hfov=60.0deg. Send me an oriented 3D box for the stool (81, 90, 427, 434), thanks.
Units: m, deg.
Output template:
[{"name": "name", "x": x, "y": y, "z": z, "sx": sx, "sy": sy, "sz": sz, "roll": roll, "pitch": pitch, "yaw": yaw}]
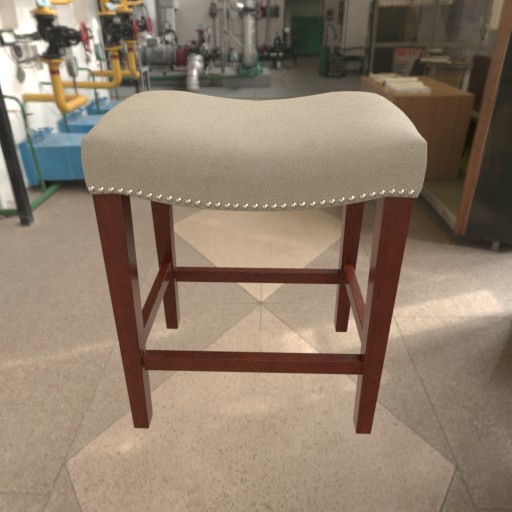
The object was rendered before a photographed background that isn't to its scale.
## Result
[{"name": "stool", "x": 0.000, "y": 0.000, "z": 0.926, "sx": 0.509, "sy": 0.632, "sz": 0.375, "roll": 1, "pitch": 29, "yaw": 1}]
